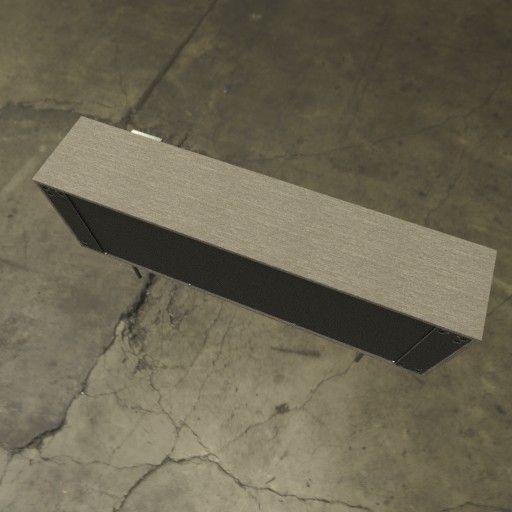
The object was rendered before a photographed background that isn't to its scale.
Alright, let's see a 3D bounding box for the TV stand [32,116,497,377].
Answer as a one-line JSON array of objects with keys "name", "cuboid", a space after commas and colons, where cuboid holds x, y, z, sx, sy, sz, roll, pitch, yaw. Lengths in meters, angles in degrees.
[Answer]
[{"name": "TV stand", "cuboid": [0.000, 0.000, 2.085, 1.804, 0.787, 0.405, 20, 64, 10]}]
